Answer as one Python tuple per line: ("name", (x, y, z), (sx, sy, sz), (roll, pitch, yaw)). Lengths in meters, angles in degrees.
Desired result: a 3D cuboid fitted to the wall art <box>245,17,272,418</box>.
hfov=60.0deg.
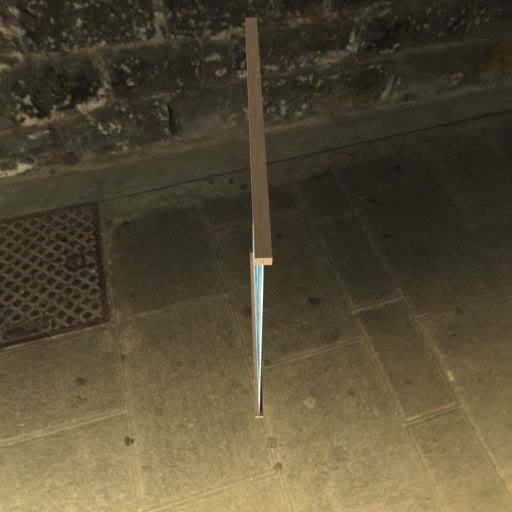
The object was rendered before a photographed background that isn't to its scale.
("wall art", (0.000, 0.000, 1.284), (0.027, 1.020, 0.669), (-2, 57, -1))
